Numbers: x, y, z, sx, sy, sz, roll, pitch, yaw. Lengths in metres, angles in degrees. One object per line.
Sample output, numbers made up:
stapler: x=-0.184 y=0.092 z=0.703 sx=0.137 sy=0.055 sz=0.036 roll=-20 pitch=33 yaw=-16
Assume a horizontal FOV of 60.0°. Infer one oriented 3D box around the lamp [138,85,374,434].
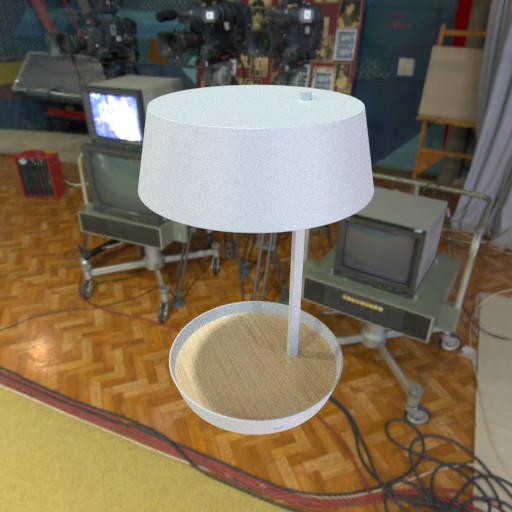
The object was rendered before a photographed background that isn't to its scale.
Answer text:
lamp: x=0.000 y=0.000 z=0.615 sx=0.291 sy=0.429 sz=0.291 roll=0 pitch=30 yaw=0
